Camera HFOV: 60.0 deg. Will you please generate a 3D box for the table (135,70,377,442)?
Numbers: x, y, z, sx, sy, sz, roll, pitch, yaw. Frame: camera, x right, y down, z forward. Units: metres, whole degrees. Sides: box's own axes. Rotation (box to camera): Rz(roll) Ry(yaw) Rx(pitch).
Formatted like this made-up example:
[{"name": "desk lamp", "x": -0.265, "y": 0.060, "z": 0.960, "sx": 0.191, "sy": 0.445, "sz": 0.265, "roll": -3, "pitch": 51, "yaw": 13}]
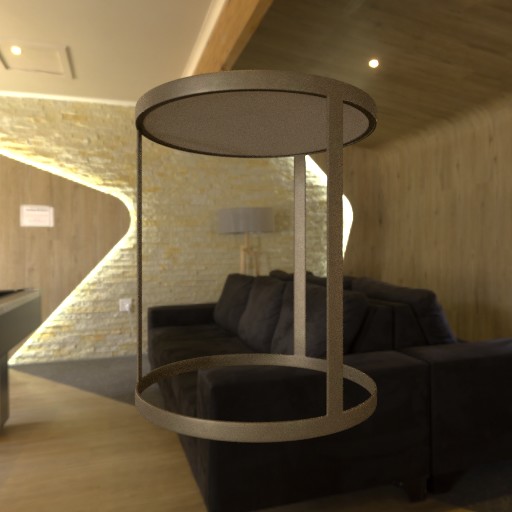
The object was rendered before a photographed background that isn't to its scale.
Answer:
[{"name": "table", "x": 0.000, "y": 0.000, "z": 0.912, "sx": 0.480, "sy": 0.565, "sz": 0.480, "roll": 0, "pitch": 0, "yaw": 0}]
